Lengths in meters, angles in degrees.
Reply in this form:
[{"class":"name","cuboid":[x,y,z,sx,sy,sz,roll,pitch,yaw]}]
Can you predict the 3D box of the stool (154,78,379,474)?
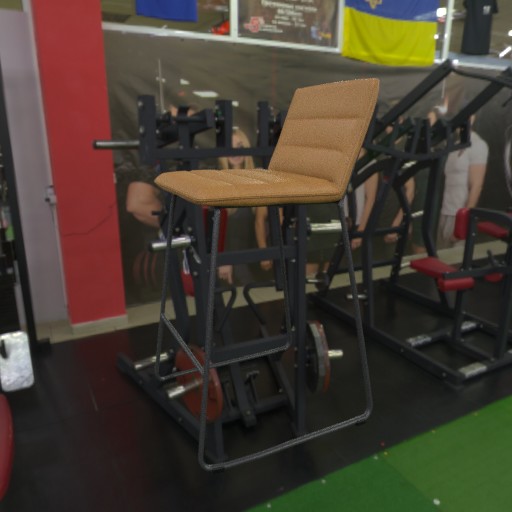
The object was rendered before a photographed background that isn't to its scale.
[{"class":"stool","cuboid":[0.000,0.000,1.255,0.524,0.936,0.489,-8,18,-25]}]
